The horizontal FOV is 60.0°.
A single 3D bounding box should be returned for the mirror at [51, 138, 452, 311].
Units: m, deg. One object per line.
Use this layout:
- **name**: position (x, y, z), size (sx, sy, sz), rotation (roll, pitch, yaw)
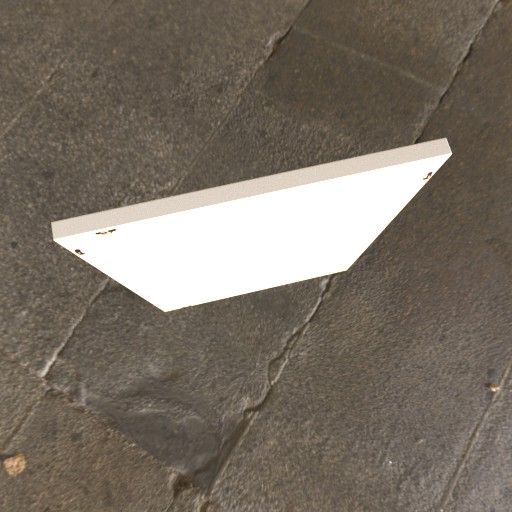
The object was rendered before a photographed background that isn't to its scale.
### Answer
- **mirror**: position (0.000, 0.000, 1.321), size (0.762, 1.016, 0.040), rotation (-13, 76, -3)
